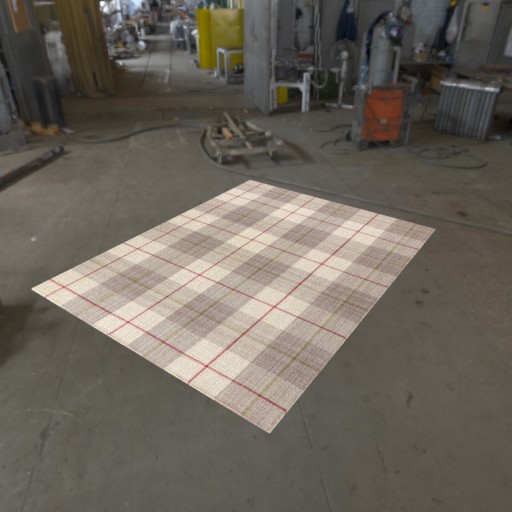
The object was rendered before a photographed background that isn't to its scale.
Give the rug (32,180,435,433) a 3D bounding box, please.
[{"bbox_3d":[0.000,0.000,4.018,2.317,0.016,2.959,20,36,30],"label":"rug"}]
